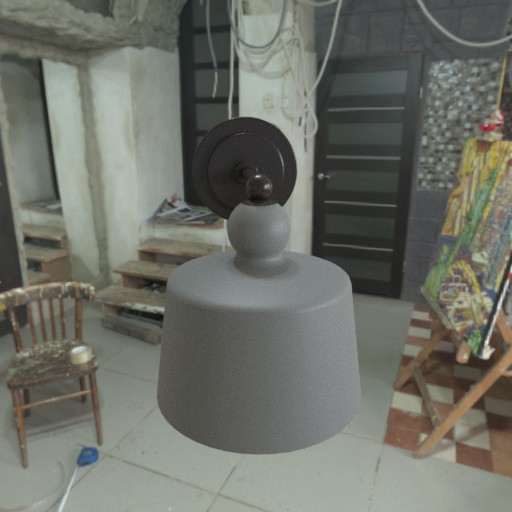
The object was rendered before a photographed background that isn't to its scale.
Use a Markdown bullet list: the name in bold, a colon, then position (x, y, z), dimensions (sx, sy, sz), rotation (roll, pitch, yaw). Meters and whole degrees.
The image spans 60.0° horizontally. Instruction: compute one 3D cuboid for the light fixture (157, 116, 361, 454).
- **light fixture**: position (0.000, 0.000, 0.441), dimensions (0.204, 0.268, 0.254), rotation (-2, 17, -6)
